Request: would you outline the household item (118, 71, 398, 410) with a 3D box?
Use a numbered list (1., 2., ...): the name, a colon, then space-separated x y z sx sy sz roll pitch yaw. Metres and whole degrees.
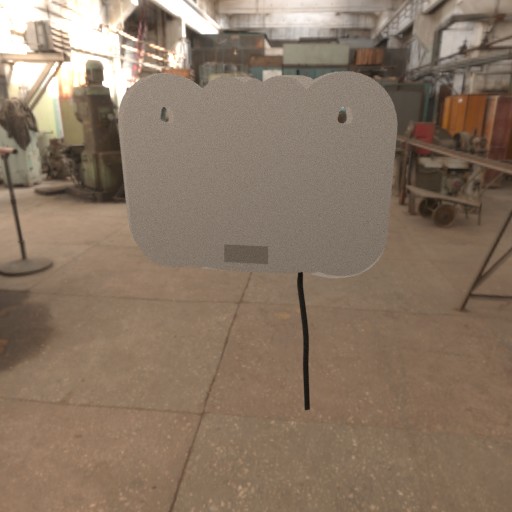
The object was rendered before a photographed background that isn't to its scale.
1. household item: 0.000 0.000 0.386 0.211 0.294 0.042 3 19 8
